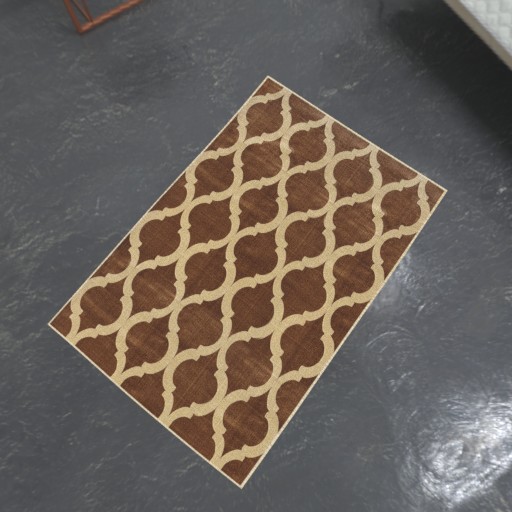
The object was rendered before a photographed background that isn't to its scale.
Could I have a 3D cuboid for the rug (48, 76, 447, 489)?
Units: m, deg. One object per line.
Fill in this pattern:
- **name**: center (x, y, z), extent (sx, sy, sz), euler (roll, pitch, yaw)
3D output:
- **rug**: center (0.000, 0.000, 2.856), extent (1.522, 0.008, 2.284), euler (36, 77, 10)
